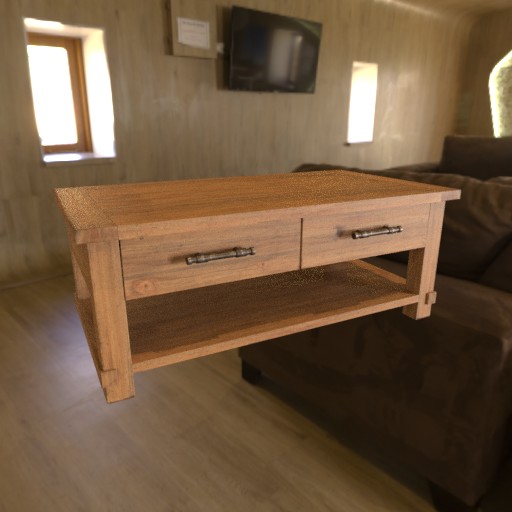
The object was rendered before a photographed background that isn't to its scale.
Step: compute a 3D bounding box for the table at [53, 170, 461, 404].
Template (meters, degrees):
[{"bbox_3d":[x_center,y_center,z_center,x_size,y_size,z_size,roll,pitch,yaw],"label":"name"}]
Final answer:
[{"bbox_3d":[0.000,0.000,1.632,1.270,0.494,0.693,-9,20,-26],"label":"table"}]
